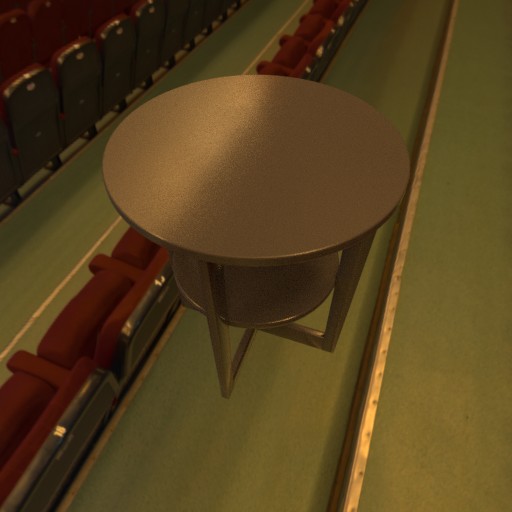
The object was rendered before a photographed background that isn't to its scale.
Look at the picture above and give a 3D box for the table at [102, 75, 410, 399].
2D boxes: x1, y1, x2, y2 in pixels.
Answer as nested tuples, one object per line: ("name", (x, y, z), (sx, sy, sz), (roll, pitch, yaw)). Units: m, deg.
("table", (0.000, 0.000, 0.940), (0.500, 0.550, 0.500), (0, 48, 0))
